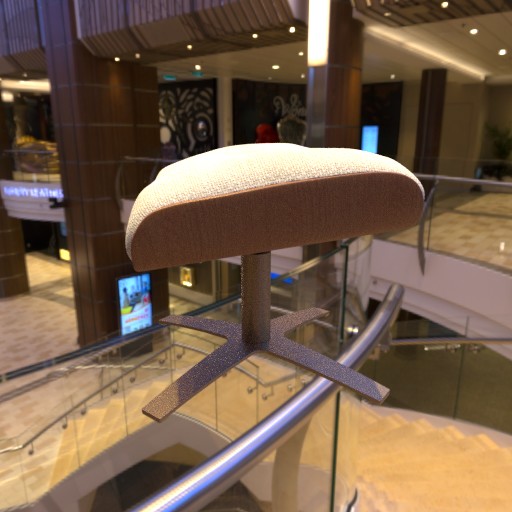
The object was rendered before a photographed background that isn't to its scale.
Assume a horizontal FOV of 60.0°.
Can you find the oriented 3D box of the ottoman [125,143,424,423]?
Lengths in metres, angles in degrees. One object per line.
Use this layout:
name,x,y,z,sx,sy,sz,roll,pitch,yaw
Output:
ottoman,0.000,0.000,0.806,0.394,0.391,0.520,-2,15,-7
